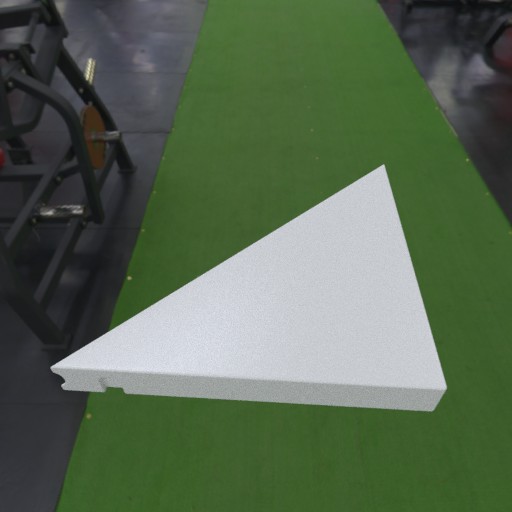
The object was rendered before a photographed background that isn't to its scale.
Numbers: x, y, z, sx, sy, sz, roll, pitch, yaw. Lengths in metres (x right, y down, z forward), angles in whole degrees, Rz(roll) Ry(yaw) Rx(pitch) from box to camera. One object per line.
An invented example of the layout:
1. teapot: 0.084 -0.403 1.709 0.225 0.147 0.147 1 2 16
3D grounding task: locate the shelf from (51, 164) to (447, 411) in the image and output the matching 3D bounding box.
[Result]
1. shelf: 0.000 0.000 0.444 0.296 0.035 0.296 2 45 2
